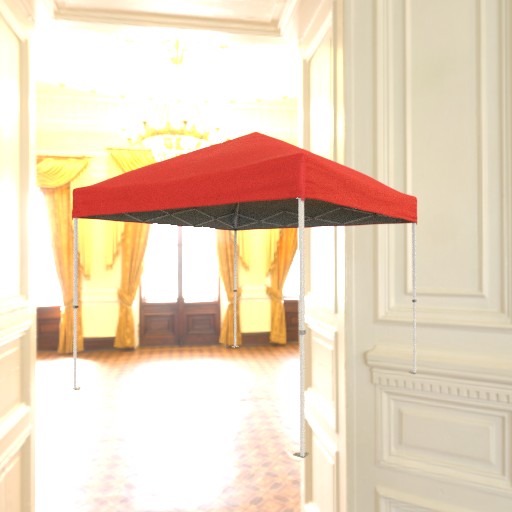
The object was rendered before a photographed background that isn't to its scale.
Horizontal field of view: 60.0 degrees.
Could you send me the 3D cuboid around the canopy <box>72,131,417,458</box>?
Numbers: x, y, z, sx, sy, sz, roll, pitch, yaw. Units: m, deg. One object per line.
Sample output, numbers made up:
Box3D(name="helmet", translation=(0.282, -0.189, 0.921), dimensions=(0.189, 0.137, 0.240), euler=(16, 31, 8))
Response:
Box3D(name="canopy", translation=(0.000, 0.000, 5.339), dimensions=(2.996, 2.997, 2.998), euler=(0, 0, 35))
